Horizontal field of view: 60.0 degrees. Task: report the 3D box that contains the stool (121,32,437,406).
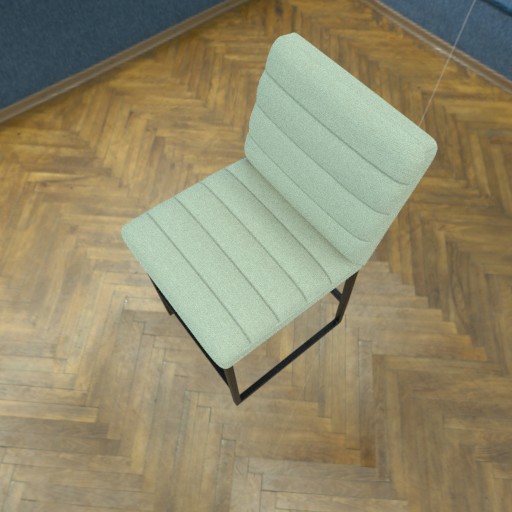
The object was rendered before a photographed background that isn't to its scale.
[{"bbox_3d":[0.000,0.000,1.256,0.560,0.940,0.460,-35,67,-17],"label":"stool"}]
